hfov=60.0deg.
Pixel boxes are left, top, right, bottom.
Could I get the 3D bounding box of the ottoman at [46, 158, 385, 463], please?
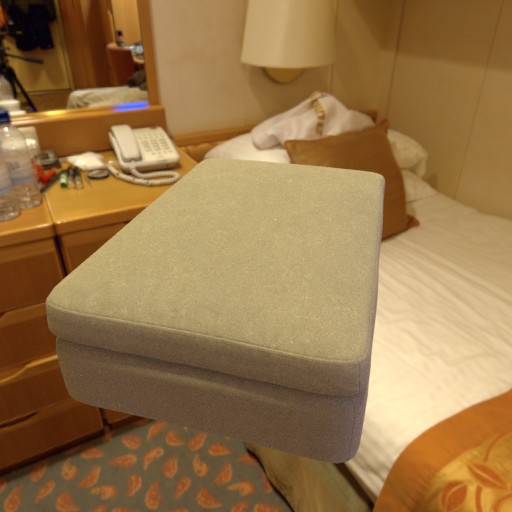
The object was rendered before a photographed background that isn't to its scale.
[{"bbox_3d":[0.000,0.000,1.561,0.840,0.429,1.199,8,32,13],"label":"ottoman"}]
